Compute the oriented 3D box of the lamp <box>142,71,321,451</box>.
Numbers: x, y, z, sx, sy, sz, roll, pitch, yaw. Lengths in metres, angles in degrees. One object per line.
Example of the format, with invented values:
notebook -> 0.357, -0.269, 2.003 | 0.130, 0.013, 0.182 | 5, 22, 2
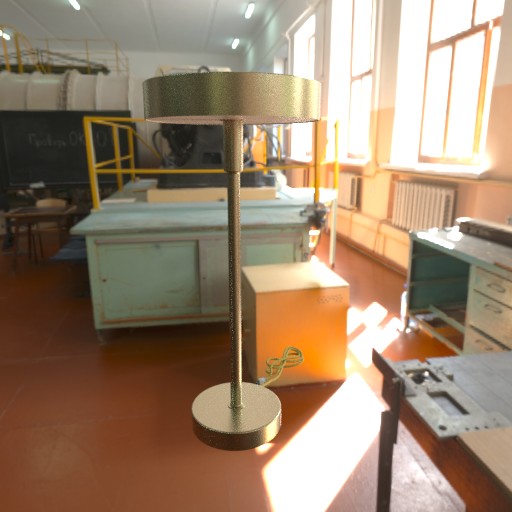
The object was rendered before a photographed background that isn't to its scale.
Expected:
lamp -> 0.000, 0.000, 0.700 | 0.229, 0.508, 0.369 | 7, 16, 25
